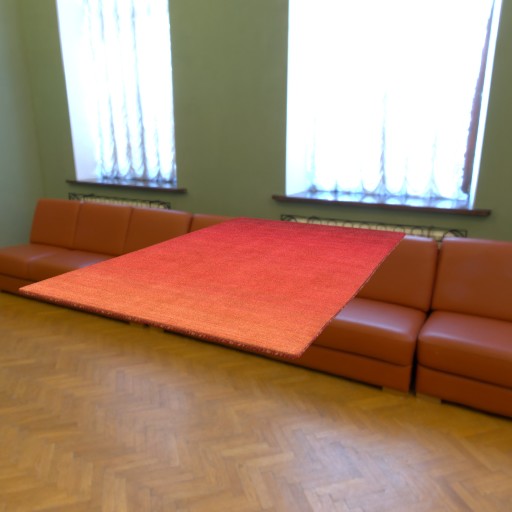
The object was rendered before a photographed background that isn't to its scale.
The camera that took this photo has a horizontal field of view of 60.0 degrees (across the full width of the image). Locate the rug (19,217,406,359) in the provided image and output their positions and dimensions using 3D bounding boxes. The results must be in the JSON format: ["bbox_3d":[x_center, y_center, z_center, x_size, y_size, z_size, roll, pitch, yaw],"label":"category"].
[{"bbox_3d":[0.000,0.000,2.304,1.230,0.018,1.835,8,17,26],"label":"rug"}]
